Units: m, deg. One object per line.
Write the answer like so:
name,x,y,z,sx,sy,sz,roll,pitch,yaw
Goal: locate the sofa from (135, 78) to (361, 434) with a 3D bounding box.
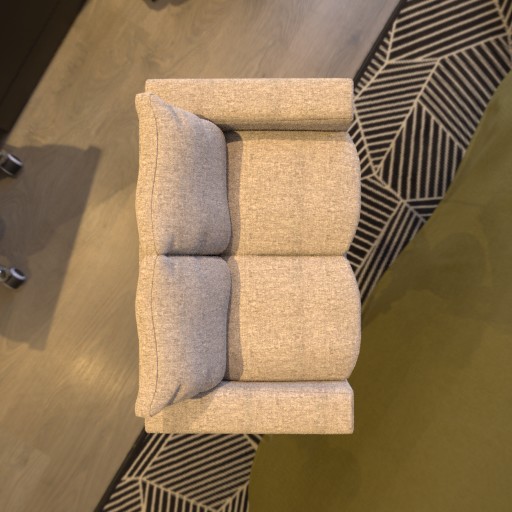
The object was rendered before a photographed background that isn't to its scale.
sofa,0.000,0.000,2.281,1.094,0.877,1.758,0,90,1
